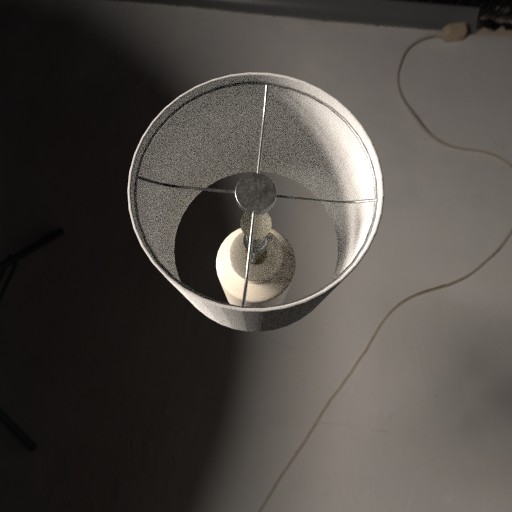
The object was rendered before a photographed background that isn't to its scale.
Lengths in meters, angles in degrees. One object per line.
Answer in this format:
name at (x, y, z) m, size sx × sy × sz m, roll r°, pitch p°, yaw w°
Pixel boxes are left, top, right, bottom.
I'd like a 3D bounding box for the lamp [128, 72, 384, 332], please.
lamp at (0.000, 0.000, 0.605) m, size 0.212 × 0.493 × 0.212 m, roll 6°, pitch 76°, yaw 1°
